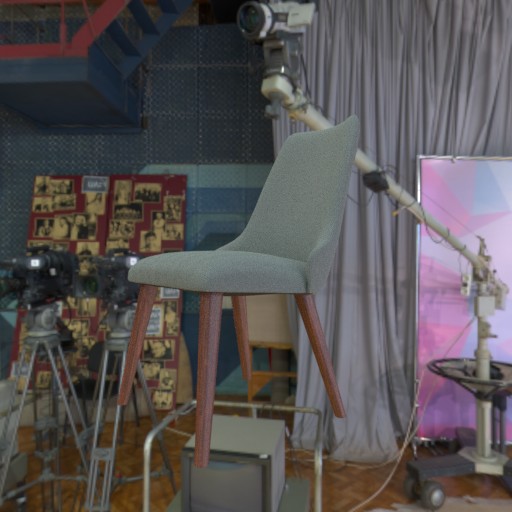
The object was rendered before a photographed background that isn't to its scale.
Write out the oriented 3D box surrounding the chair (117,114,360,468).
[{"bbox_3d":[0.000,0.000,1.377,0.707,0.918,0.535,0,1,-36],"label":"chair"}]
